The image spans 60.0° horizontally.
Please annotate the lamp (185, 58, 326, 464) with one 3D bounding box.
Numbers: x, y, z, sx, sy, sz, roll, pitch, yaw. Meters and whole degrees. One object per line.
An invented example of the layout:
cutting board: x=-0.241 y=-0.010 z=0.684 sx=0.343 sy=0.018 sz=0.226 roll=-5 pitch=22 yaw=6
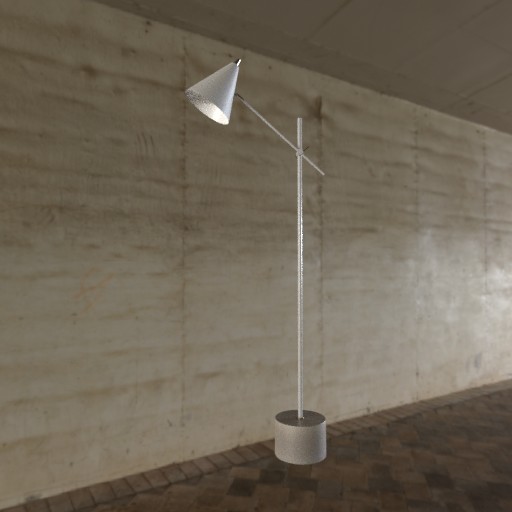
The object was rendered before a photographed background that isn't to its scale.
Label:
lamp: x=0.000 y=0.000 z=1.604 sx=0.508 sy=1.430 sz=0.223 roll=0 pitch=-1 yaw=-1
